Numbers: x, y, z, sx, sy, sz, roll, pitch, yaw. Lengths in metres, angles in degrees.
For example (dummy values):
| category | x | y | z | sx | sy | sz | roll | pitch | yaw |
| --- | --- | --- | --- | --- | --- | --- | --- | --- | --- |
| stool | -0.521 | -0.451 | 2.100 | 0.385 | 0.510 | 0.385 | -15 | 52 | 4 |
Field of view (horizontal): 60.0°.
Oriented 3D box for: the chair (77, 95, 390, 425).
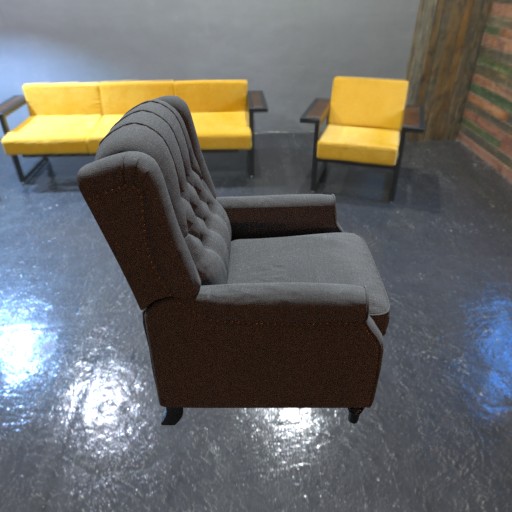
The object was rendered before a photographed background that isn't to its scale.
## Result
| category | x | y | z | sx | sy | sz | roll | pitch | yaw |
| --- | --- | --- | --- | --- | --- | --- | --- | --- | --- |
| chair | 0.000 | 0.000 | 1.596 | 0.898 | 1.035 | 0.742 | 0 | 33 | 0 |
